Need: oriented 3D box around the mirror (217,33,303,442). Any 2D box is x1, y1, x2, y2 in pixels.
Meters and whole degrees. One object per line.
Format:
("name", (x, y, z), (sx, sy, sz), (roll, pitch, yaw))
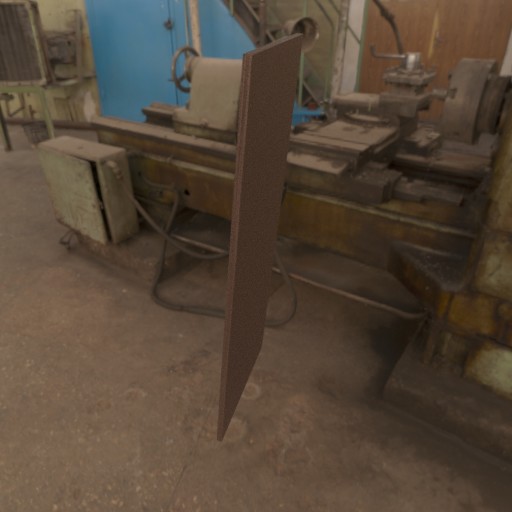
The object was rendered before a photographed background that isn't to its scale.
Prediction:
("mirror", (0.000, 0.000, 2.304), (0.221, 2.020, 0.812), (9, 32, 14))
